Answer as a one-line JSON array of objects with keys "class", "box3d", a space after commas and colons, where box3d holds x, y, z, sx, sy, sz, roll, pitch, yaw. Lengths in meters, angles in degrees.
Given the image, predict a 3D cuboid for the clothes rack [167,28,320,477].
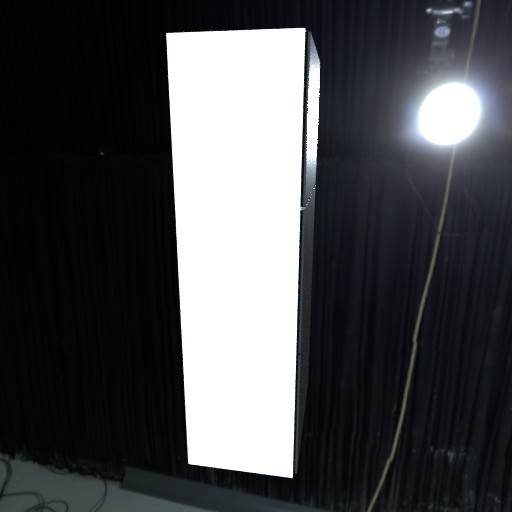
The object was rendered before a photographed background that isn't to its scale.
[{"class": "clothes rack", "box3d": [0.000, 0.000, 1.389, 0.330, 1.187, 0.500, 3, 17, 10]}]
